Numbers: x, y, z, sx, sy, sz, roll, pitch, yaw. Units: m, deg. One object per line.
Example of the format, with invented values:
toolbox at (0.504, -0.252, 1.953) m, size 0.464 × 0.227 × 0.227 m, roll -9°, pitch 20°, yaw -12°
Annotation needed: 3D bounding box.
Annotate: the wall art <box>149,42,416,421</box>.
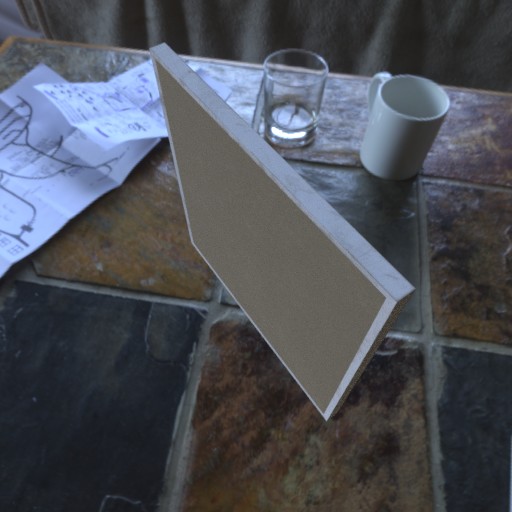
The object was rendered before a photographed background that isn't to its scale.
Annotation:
wall art at (0.000, 0.000, 1.130) m, size 0.038 × 0.757 × 0.760 m, roll -31°, pitch 62°, yaw -18°
